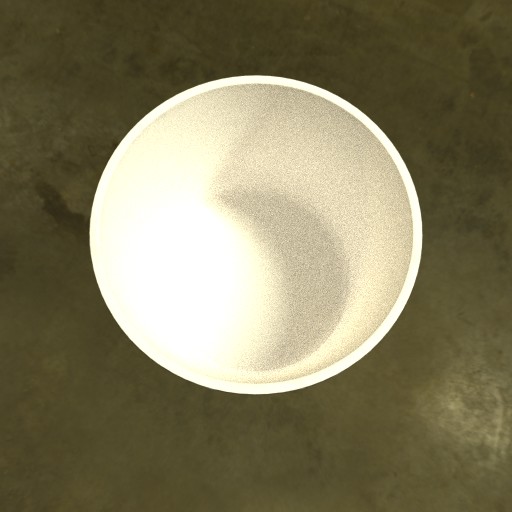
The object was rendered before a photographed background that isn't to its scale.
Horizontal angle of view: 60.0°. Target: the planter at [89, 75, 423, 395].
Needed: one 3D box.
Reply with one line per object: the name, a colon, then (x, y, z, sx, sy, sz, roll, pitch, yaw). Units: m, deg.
planter: (0.000, 0.000, 0.392, 0.221, 0.201, 0.221, 0, 77, 0)
